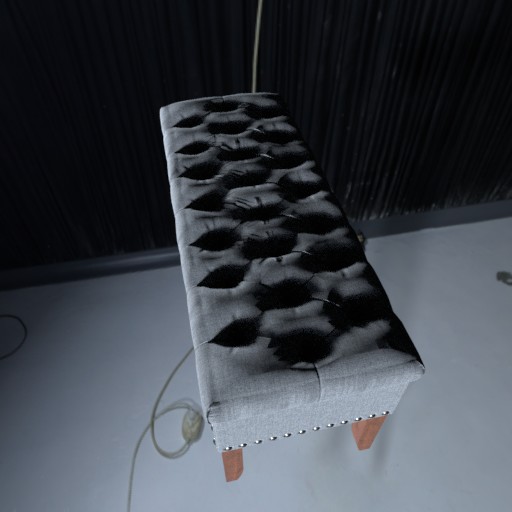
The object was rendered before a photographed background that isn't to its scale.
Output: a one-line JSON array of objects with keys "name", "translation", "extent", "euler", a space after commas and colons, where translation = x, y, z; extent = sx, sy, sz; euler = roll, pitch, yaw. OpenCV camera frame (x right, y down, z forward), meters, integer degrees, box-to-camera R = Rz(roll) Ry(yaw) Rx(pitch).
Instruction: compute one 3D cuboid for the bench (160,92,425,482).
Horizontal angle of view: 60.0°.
[{"name": "bench", "translation": [0.000, 0.000, 1.271], "extent": [0.417, 0.470, 1.052], "euler": [-9, 48, -8]}]
